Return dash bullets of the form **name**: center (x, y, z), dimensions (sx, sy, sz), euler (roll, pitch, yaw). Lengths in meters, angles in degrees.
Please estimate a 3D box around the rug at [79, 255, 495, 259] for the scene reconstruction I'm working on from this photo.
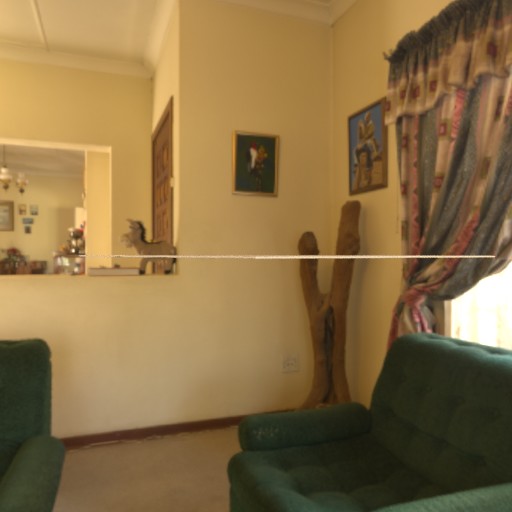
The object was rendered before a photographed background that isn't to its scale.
- **rug**: center (0.000, 0.000, 4.289), dimensions (2.449, 0.019, 3.357), euler (0, 0, -36)
